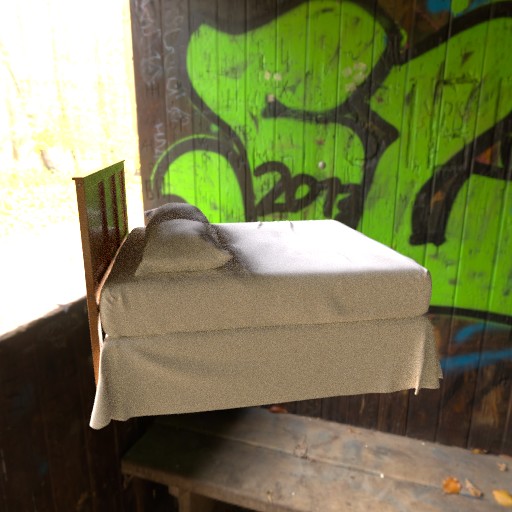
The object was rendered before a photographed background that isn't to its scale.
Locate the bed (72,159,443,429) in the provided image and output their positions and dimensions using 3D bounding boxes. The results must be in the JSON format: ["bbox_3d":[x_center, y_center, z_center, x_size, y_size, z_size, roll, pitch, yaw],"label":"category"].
[{"bbox_3d":[0.000,0.000,3.140,2.035,1.273,1.870,-2,15,-9],"label":"bed"}]
